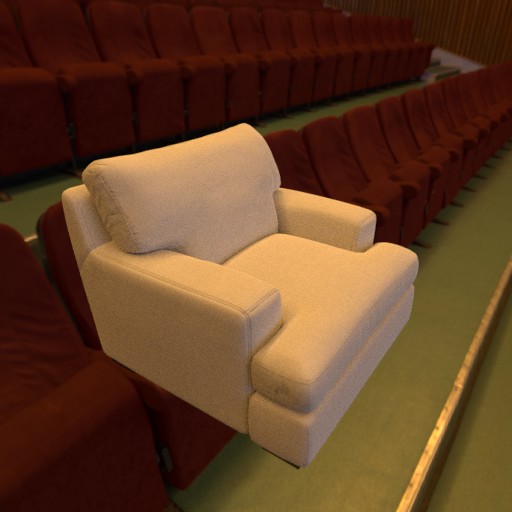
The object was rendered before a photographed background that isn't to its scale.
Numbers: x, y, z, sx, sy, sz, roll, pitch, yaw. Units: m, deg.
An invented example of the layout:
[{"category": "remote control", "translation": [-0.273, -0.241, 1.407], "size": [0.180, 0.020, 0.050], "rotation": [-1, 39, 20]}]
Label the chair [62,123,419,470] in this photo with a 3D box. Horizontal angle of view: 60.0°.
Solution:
[{"category": "chair", "translation": [0.000, 0.000, 1.960], "size": [1.158, 0.930, 1.140], "rotation": [18, 32, 31]}]
